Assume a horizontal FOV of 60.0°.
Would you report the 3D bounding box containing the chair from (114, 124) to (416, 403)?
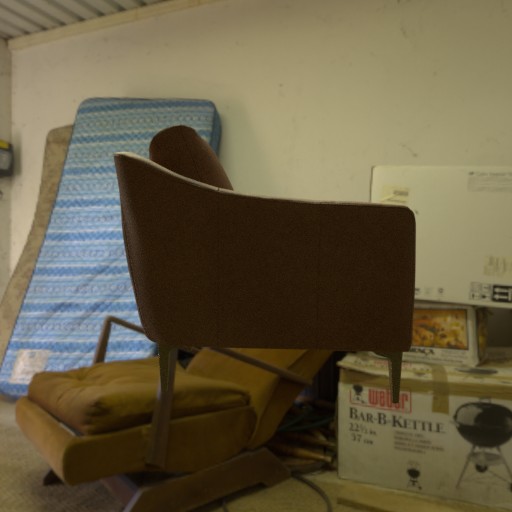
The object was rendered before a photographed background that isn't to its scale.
[{"bbox_3d":[0.000,0.000,1.778,0.963,0.895,0.988,0,0,-1],"label":"chair"}]
